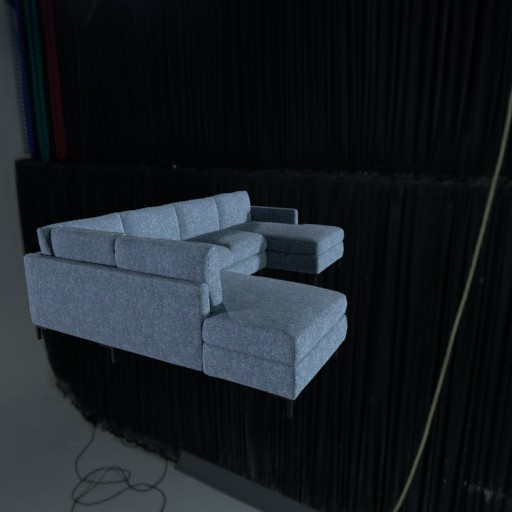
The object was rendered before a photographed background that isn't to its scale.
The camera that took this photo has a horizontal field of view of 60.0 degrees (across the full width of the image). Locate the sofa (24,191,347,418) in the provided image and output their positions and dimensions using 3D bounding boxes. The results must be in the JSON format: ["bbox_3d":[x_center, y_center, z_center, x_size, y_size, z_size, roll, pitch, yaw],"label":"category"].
[{"bbox_3d":[0.000,0.000,3.516,1.879,0.756,2.737,7,16,27],"label":"sofa"}]
